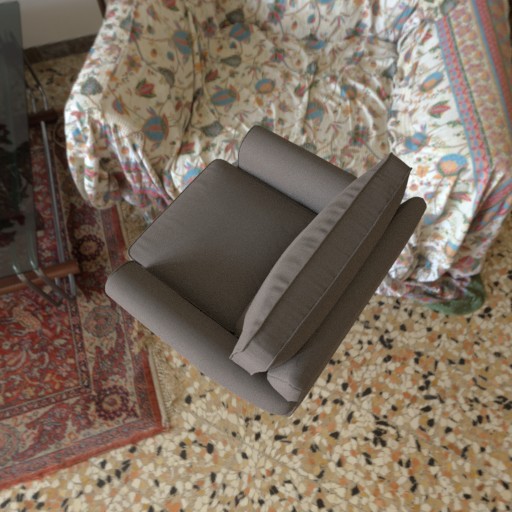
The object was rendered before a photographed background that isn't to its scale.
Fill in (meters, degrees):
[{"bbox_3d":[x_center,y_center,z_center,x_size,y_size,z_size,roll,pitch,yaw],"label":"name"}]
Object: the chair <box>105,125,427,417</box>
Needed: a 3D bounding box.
[{"bbox_3d":[0.000,0.000,1.856,0.966,0.967,1.029,34,69,15],"label":"chair"}]
